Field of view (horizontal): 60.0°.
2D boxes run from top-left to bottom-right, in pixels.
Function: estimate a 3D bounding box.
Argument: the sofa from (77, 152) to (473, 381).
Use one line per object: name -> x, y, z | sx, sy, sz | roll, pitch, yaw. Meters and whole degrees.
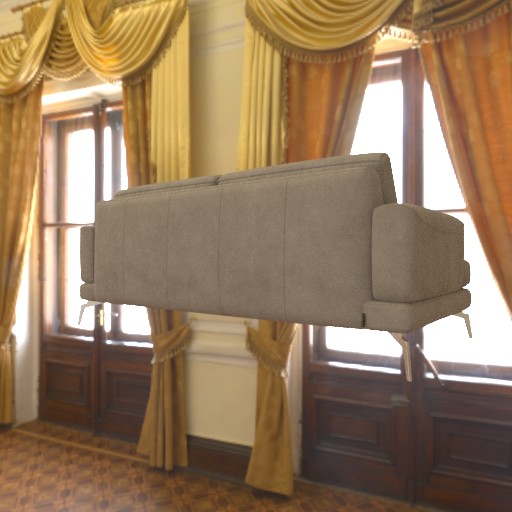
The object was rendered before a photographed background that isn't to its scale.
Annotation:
sofa -> 0.000, 0.000, 2.428 | 2.013, 0.830, 0.980 | 0, 0, 37
